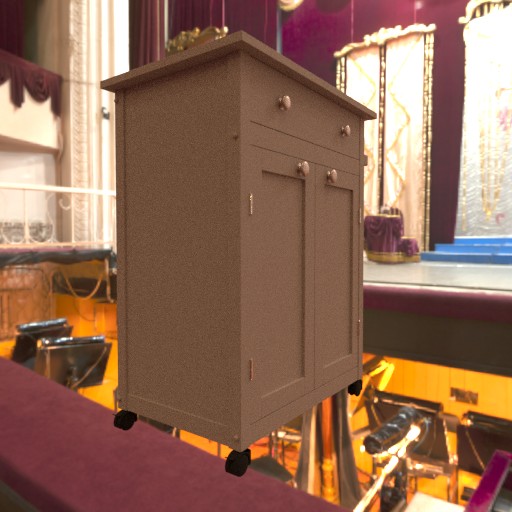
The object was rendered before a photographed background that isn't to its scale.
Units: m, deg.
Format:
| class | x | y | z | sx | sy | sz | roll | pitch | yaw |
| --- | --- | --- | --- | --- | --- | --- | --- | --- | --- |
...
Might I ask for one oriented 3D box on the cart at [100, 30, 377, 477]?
| class | x | y | z | sx | sy | sz | roll | pitch | yaw |
| --- | --- | --- | --- | --- | --- | --- | --- | --- | --- |
| cart | 0.000 | 0.000 | 1.240 | 0.442 | 0.864 | 0.683 | 1 | 2 | 37 |
